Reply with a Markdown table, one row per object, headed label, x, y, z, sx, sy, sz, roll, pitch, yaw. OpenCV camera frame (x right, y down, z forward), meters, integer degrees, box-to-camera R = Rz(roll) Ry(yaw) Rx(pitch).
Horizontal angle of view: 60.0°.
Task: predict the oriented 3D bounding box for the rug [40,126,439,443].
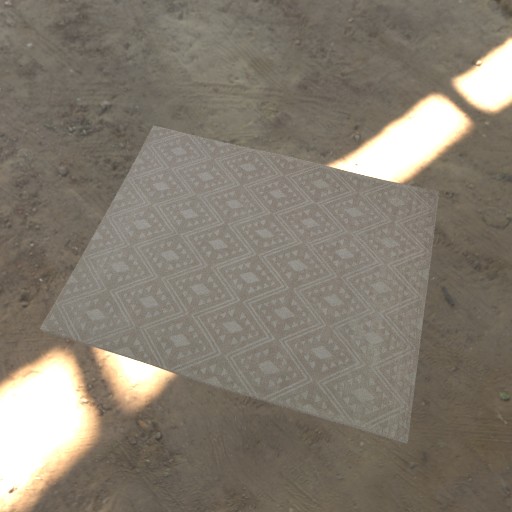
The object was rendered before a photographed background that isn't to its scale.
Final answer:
| label | x | y | z | sx | sy | sz | roll | pitch | yaw |
| --- | --- | --- | --- | --- | --- | --- | --- | --- | --- |
| rug | 0.000 | 0.000 | 3.987 | 3.011 | 0.054 | 2.399 | 15 | 62 | 8 |
